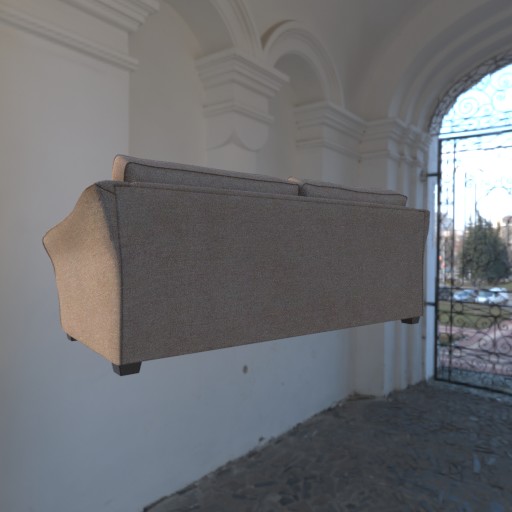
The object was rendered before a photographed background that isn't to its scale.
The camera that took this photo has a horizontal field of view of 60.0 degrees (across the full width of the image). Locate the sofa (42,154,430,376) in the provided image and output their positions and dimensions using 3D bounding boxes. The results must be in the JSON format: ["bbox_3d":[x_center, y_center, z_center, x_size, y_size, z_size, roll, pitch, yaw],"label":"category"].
[{"bbox_3d":[0.000,0.000,2.704,2.270,0.906,0.986,-1,1,-37],"label":"sofa"}]
